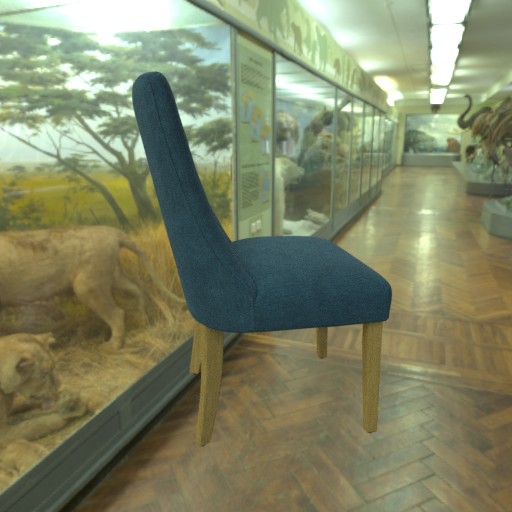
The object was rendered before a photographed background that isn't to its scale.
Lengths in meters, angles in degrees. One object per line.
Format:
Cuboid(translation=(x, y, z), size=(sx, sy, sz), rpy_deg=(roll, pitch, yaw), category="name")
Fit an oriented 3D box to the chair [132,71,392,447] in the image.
Cuboid(translation=(0.000, 0.000, 1.244), size=(0.609, 0.902, 0.495), rpy_deg=(-2, 15, -9), category="chair")
